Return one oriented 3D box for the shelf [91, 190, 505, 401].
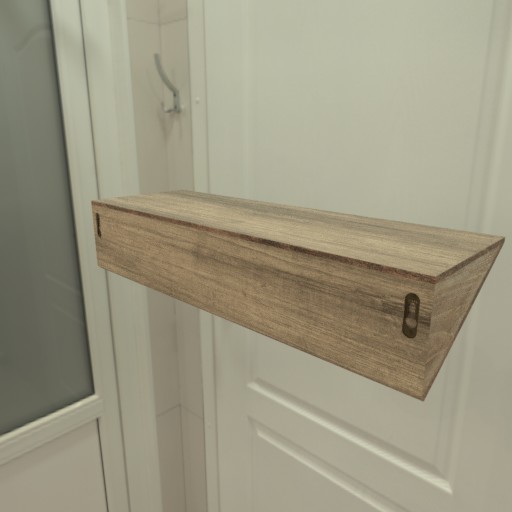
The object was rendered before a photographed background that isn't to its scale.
[{"bbox_3d":[0.000,0.000,0.664,0.610,0.125,0.200,15,21,41],"label":"shelf"}]
